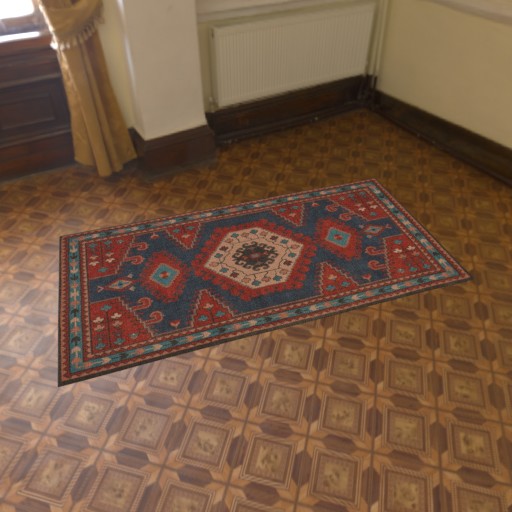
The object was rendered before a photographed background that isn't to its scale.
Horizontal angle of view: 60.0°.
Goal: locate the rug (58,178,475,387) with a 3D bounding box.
[{"bbox_3d":[0.000,0.000,3.582,3.032,0.034,1.522,-12,43,-13],"label":"rug"}]
